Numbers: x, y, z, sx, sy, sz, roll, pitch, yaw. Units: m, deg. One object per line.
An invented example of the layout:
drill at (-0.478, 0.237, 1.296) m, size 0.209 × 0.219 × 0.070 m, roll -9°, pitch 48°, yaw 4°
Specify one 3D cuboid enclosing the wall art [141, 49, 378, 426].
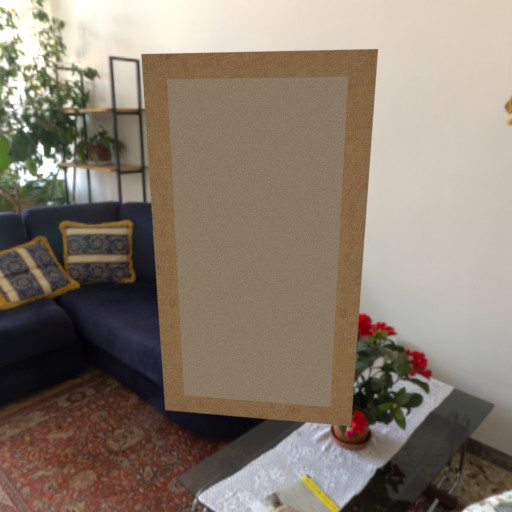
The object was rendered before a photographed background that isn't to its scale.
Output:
wall art at (0.000, 0.000, 0.810) m, size 0.381 × 0.683 × 0.013 m, roll 2°, pitch 17°, yaw 7°
